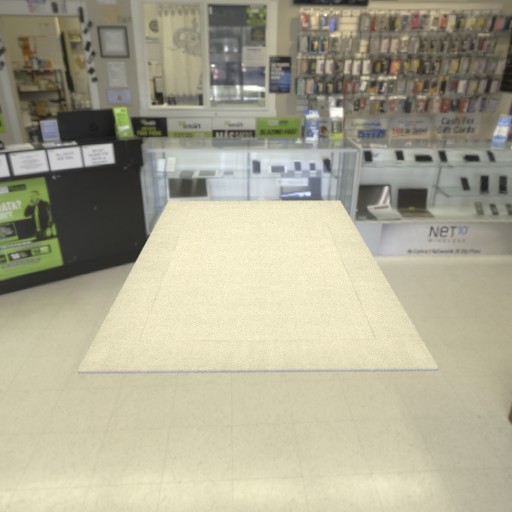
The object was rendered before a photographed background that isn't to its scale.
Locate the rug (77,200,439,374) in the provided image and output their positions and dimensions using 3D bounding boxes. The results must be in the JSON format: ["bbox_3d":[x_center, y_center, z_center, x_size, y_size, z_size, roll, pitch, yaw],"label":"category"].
[{"bbox_3d":[0.000,0.000,2.313,1.219,0.013,1.829,0,25,-1],"label":"rug"}]
